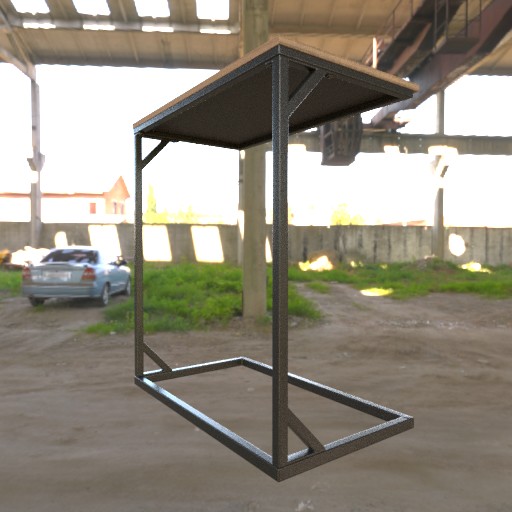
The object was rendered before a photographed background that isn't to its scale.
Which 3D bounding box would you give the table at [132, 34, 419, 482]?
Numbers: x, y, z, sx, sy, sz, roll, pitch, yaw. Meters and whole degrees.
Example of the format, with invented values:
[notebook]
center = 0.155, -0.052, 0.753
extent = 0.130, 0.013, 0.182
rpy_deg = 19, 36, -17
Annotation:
[table]
center = 0.000, 0.000, 1.008
extent = 0.351, 0.673, 0.597
rpy_deg = -1, 2, -36
